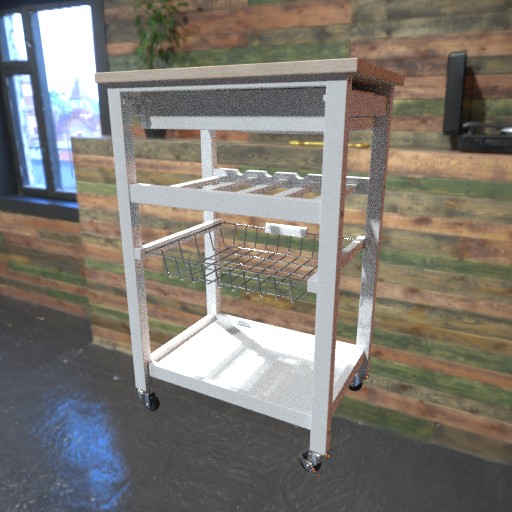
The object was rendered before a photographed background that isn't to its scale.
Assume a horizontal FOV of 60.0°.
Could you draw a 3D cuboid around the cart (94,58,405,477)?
[{"bbox_3d":[0.000,0.000,1.129,0.578,0.857,0.406,9,20,26],"label":"cart"}]
